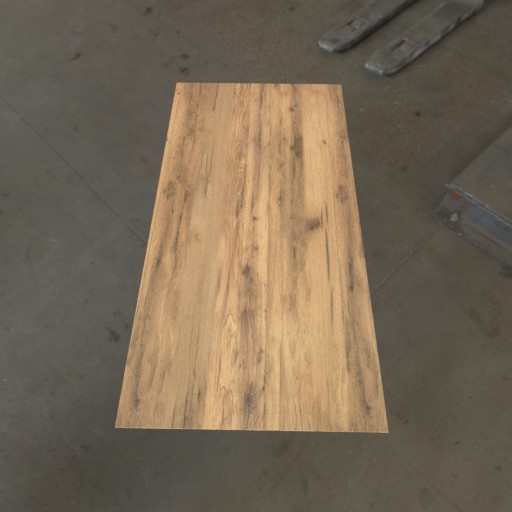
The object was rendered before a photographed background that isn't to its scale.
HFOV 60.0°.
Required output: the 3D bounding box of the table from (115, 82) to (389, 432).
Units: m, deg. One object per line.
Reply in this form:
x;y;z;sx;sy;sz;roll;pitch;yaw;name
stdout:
0.000;0.000;2.481;1.000;0.770;2.000;1;57;1;table
